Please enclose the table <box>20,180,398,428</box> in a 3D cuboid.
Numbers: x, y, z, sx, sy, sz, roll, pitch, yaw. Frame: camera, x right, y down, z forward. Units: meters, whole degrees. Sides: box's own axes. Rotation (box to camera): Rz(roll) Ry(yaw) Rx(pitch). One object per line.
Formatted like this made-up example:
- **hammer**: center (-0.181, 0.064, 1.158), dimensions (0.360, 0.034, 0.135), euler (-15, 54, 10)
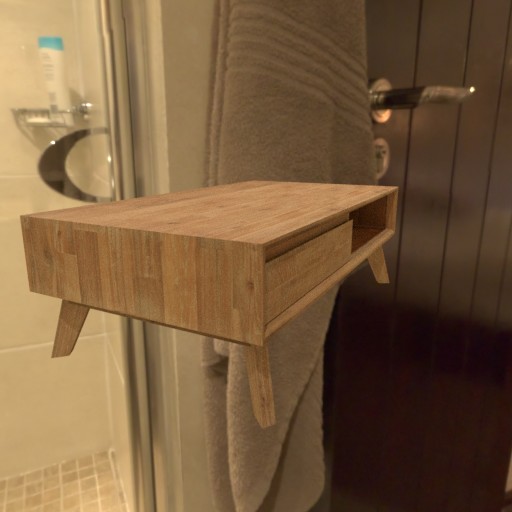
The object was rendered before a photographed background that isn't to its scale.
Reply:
- **table**: center (0.000, 0.000, 2.016), dimensions (0.918, 0.531, 1.619), euler (8, 16, 27)
